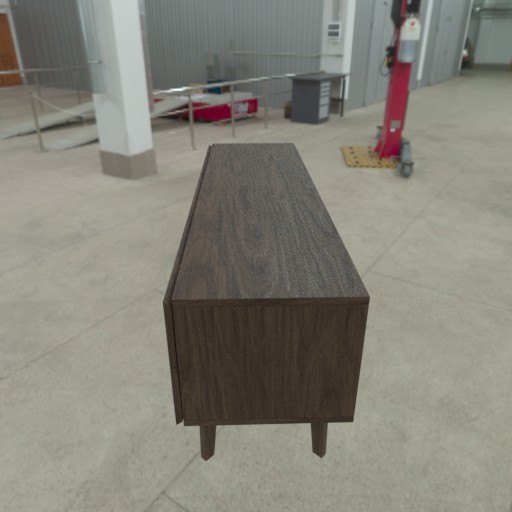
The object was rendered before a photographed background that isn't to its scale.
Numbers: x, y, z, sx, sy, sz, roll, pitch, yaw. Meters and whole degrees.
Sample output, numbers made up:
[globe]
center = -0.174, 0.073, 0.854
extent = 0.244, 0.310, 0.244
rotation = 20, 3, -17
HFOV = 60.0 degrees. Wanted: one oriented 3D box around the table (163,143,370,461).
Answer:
[table]
center = 0.000, 0.000, 1.600
extent = 0.405, 0.508, 1.397
rotation = -1, 26, -2
